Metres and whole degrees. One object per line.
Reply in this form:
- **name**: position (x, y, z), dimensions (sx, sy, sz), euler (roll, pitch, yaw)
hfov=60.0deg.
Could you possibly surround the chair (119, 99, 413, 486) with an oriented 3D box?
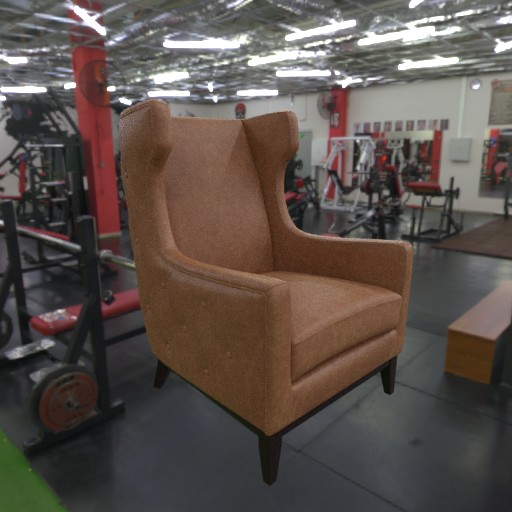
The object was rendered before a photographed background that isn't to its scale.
- **chair**: position (0.000, 0.000, 1.646), dimensions (0.766, 1.079, 0.899), euler (-13, 19, -43)
